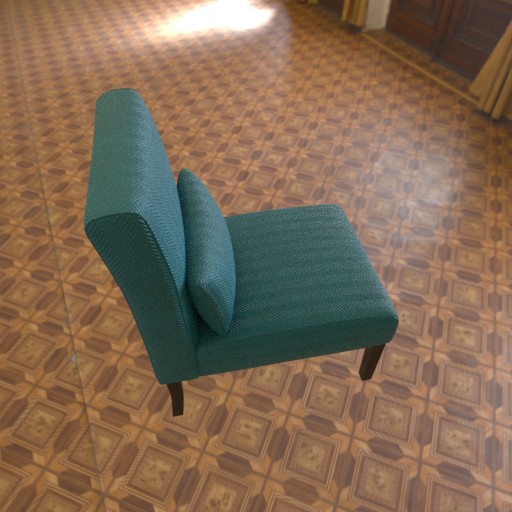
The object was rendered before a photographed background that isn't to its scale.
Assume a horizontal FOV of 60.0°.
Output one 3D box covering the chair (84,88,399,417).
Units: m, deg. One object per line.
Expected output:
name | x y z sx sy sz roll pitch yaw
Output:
chair | 0.000 0.000 1.425 0.808 0.927 0.579 -8 47 -8
